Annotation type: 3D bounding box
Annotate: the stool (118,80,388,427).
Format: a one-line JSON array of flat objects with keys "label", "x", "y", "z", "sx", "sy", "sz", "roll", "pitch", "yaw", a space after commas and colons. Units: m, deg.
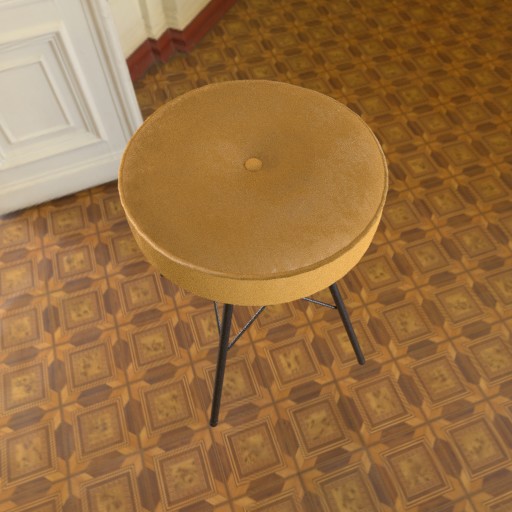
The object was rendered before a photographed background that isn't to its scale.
[{"label": "stool", "x": 0.000, "y": 0.000, "z": 0.942, "sx": 0.438, "sy": 0.595, "sz": 0.472, "roll": -17, "pitch": 59, "yaw": -11}]
